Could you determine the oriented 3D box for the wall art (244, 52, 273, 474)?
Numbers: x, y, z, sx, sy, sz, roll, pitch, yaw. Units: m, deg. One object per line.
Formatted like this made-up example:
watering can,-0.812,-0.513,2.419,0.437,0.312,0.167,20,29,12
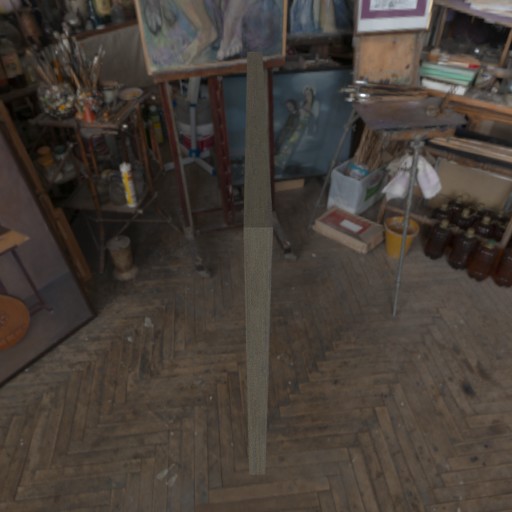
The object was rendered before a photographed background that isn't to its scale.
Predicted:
wall art,0.000,0.000,1.122,0.039,0.758,0.758,0,41,0
